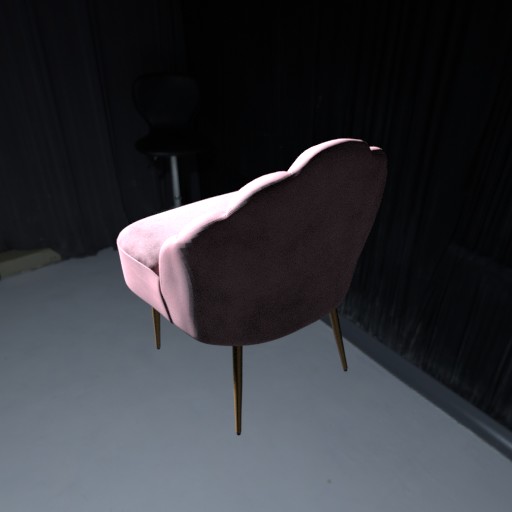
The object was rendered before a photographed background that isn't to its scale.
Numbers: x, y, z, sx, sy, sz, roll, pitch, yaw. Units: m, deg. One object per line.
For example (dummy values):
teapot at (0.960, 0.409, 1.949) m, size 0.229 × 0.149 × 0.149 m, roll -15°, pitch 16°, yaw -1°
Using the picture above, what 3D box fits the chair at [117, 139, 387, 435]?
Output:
chair at (0.000, 0.000, 1.286) m, size 0.657 × 0.819 × 0.599 m, roll -20°, pitch 37°, yaw -29°
